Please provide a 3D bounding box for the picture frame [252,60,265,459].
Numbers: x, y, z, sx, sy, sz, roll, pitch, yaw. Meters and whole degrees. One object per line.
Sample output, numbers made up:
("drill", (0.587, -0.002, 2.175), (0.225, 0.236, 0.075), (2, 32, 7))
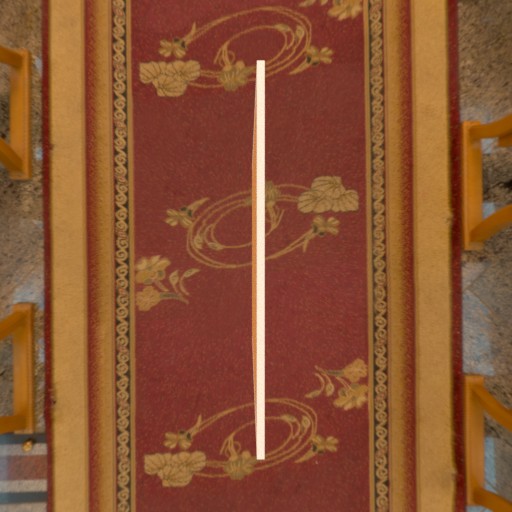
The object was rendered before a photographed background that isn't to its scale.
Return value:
("picture frame", (0.000, 0.000, 1.201), (0.013, 0.940, 0.659), (0, 91, -1))
